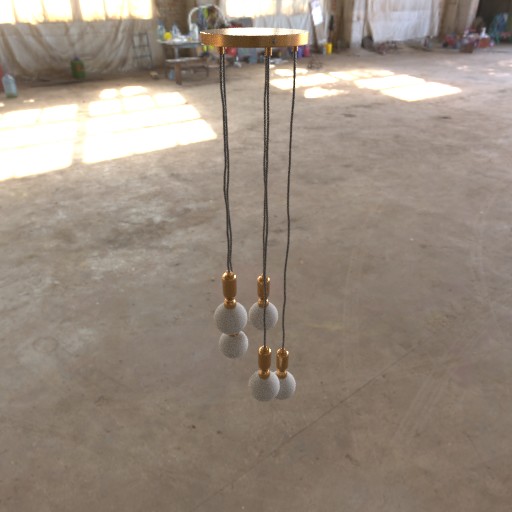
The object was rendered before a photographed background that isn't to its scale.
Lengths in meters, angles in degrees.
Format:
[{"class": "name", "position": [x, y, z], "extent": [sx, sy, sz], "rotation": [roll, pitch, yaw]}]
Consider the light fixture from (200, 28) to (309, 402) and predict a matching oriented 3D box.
[{"class": "light fixture", "position": [0.000, 0.000, 0.504], "extent": [0.108, 0.457, 0.105], "rotation": [-10, 32, -16]}]
